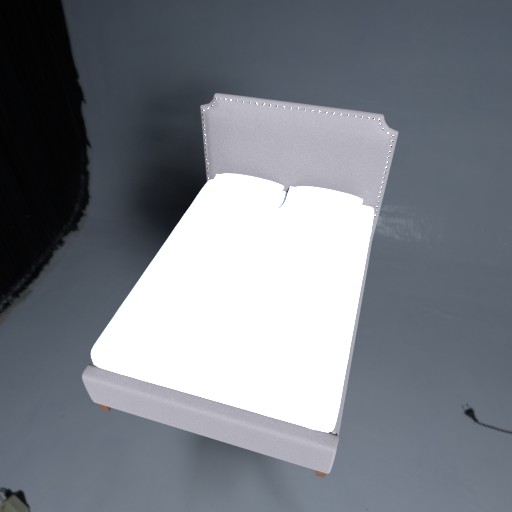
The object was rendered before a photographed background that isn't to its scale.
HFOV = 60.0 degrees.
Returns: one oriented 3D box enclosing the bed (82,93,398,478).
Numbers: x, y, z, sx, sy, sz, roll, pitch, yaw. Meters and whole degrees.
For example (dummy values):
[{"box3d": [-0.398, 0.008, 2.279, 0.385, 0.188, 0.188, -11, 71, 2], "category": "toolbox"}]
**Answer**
[{"box3d": [0.000, 0.000, 3.363, 1.713, 1.443, 2.372, 12, 44, 12], "category": "bed"}]
